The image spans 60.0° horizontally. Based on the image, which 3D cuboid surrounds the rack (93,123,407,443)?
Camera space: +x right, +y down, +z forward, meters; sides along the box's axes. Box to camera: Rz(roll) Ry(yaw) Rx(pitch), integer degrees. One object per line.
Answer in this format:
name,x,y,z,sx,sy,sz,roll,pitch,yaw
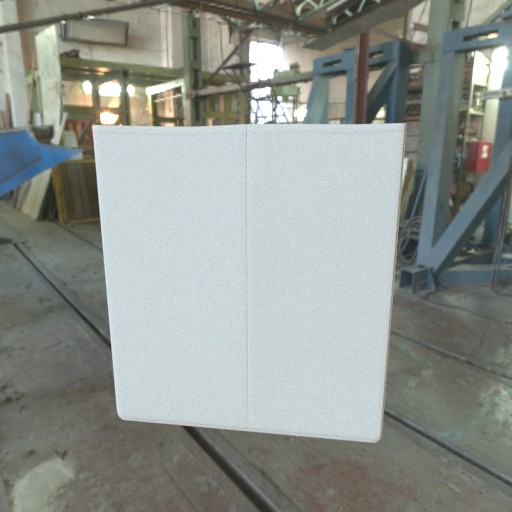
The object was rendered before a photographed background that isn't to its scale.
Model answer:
rack,0.000,0.000,0.510,0.270,0.280,0.270,2,14,8
